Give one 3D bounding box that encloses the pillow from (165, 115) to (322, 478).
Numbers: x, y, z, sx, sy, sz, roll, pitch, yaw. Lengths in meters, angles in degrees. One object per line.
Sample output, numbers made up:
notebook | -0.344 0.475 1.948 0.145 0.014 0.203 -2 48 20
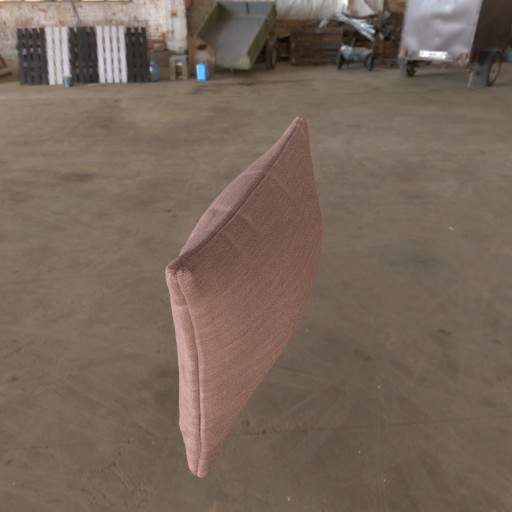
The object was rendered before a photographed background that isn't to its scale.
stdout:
pillow | 0.000 0.000 0.774 0.210 0.338 0.633 9 33 14
